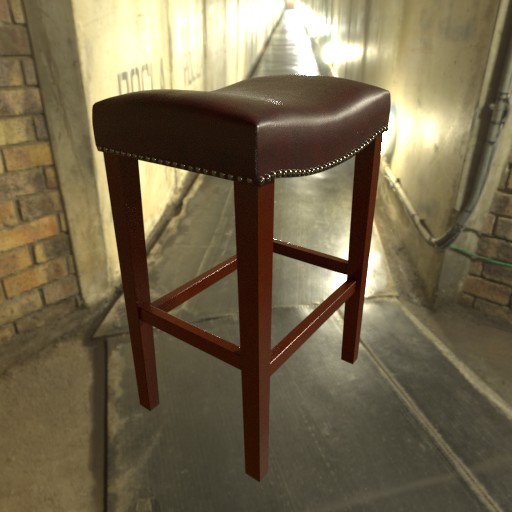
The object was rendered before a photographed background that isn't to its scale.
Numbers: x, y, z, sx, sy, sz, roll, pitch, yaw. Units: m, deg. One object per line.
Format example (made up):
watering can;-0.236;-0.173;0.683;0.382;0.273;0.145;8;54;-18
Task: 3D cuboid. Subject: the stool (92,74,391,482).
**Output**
stool;0.000;0.000;1.011;0.372;0.742;0.504;18;32;32
